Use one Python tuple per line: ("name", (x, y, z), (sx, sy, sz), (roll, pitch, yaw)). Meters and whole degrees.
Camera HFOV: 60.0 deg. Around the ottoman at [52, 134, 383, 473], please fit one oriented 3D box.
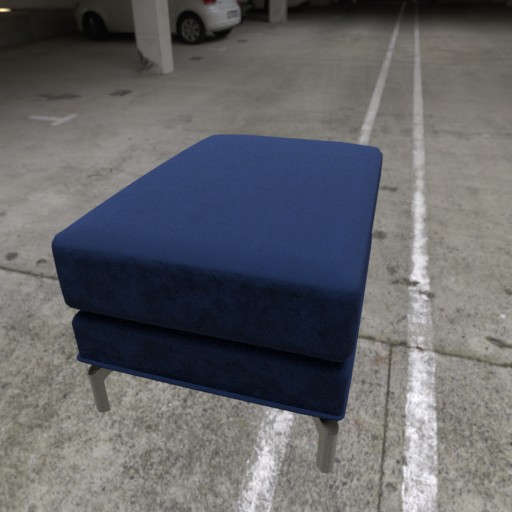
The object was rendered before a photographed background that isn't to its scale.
("ottoman", (0.000, 0.000, 1.190), (0.587, 0.498, 0.835), (8, 31, 14))
